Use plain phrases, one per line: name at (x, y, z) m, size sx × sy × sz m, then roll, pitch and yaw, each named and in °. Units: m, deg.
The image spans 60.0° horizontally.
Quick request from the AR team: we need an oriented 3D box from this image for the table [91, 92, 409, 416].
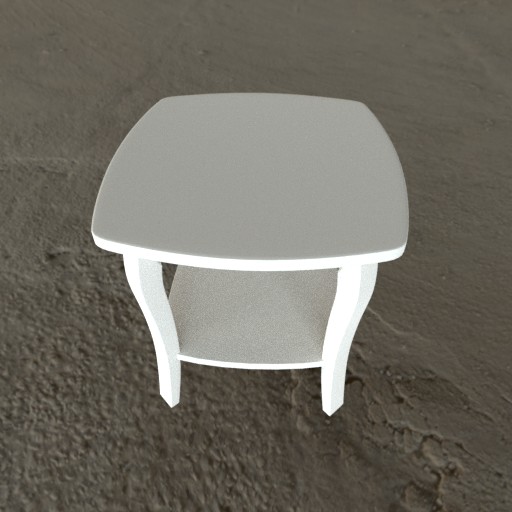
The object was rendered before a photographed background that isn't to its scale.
table at (0.000, 0.000, 0.853) m, size 0.451 × 0.438 × 0.502 m, roll 2°, pitch 42°, yaw 2°
